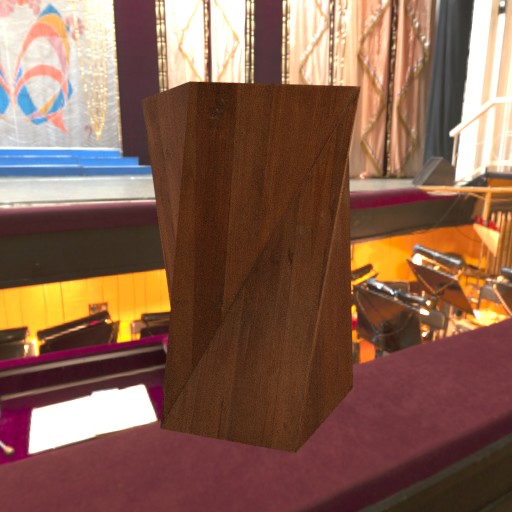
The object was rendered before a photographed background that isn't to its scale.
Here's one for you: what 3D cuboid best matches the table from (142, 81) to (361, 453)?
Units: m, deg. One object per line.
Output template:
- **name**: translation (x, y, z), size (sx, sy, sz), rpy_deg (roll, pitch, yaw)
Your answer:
- **table**: translation (0.000, 0.000, 0.892), size (0.441, 0.604, 0.425), rpy_deg (-7, 15, -26)
